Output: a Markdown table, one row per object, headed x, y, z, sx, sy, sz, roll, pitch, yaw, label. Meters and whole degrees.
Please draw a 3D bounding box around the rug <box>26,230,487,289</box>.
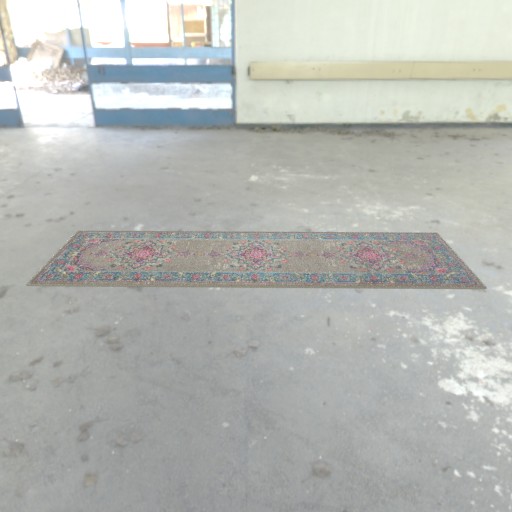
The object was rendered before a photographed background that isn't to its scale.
| x | y | z | sx | sy | sz | roll | pitch | yaw | label |
| --- | --- | --- | --- | --- | --- | --- | --- | --- | --- |
| 0.000 | 0.000 | 1.998 | 1.827 | 0.012 | 0.553 | 0 | 26 | 1 | rug |
